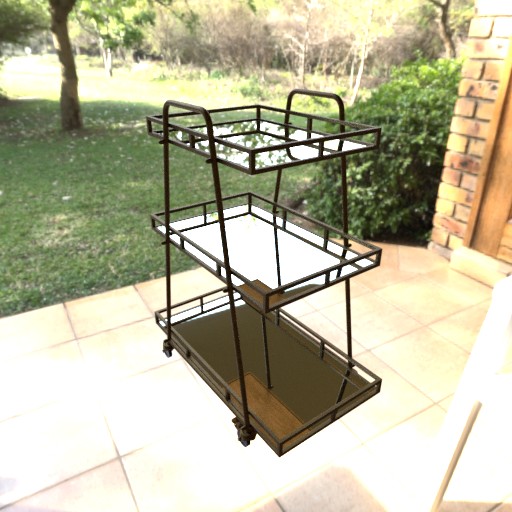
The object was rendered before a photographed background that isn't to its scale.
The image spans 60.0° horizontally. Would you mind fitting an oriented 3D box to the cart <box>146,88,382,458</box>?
[{"bbox_3d":[0.000,0.000,1.293,0.441,0.883,0.711,-18,32,-32],"label":"cart"}]
